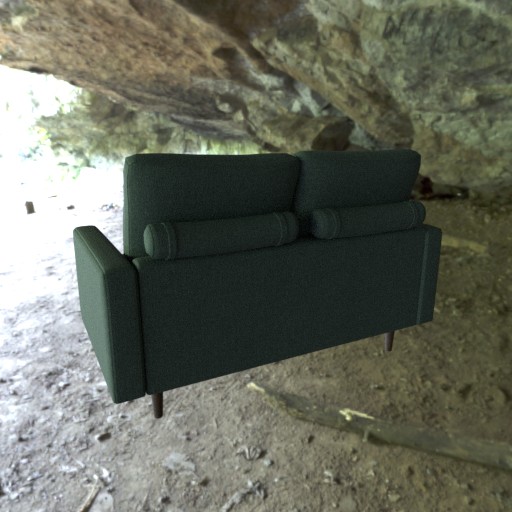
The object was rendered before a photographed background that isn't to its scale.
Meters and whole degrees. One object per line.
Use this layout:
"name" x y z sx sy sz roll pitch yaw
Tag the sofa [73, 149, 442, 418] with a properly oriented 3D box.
"sofa" 0.000 0.000 1.936 1.407 0.907 0.842 -8 17 -27
